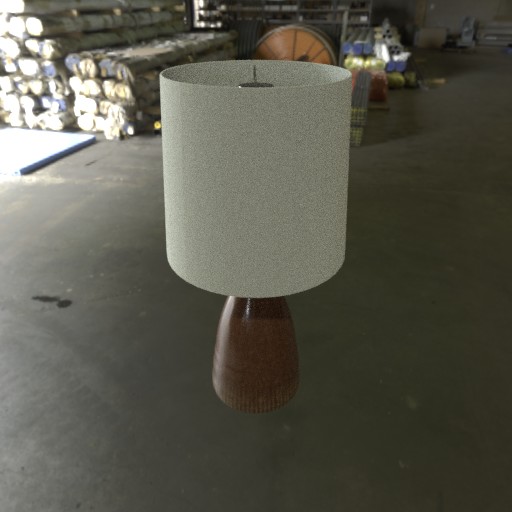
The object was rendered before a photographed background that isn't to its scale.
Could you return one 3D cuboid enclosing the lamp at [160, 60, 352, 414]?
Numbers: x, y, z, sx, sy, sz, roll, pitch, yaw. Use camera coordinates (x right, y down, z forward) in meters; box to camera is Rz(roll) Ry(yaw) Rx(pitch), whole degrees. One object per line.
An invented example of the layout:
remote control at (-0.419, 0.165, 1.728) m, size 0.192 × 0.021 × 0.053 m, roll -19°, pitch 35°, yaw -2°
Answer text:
lamp at (0.000, 0.000, 0.476) m, size 0.186 × 0.369 × 0.186 m, roll 0°, pitch 30°, yaw 0°
